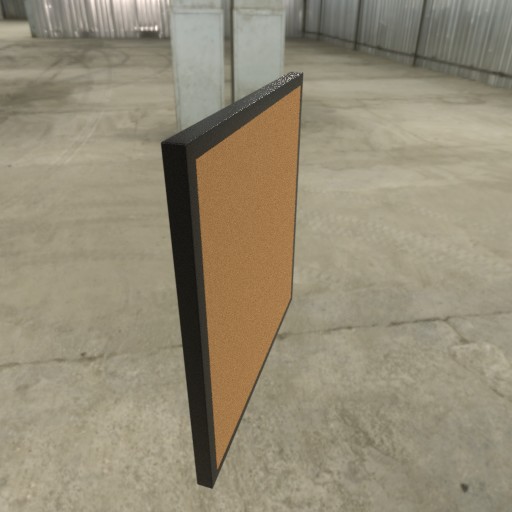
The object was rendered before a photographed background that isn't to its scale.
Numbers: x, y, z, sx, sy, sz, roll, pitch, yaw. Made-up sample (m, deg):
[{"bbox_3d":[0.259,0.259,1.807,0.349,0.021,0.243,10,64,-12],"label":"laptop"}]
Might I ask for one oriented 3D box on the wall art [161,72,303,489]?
[{"bbox_3d":[0.000,0.000,1.101,0.038,0.761,0.755,9,31,15],"label":"wall art"}]
